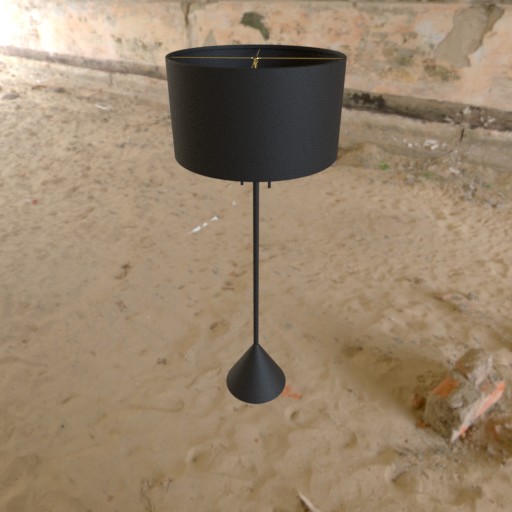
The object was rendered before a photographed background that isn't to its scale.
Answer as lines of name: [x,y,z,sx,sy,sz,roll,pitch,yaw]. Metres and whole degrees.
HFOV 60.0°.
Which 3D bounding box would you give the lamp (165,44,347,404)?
lamp: [0.000,0.000,1.828,0.580,1.526,0.580,2,31,3]
